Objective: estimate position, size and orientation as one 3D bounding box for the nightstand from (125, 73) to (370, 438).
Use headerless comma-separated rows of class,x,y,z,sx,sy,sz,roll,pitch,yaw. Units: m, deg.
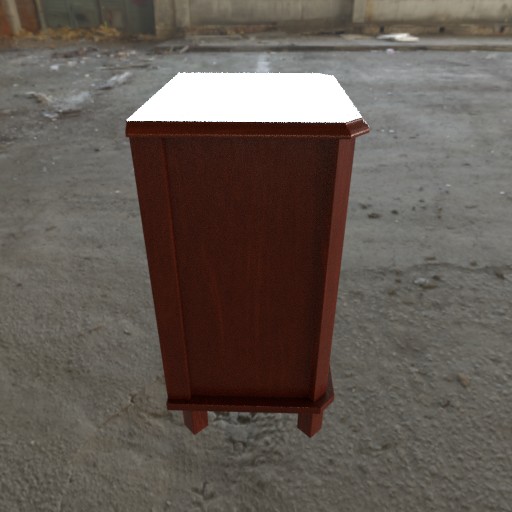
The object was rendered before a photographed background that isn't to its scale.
nightstand,0.000,0.000,0.965,0.351,0.681,0.435,1,31,2
